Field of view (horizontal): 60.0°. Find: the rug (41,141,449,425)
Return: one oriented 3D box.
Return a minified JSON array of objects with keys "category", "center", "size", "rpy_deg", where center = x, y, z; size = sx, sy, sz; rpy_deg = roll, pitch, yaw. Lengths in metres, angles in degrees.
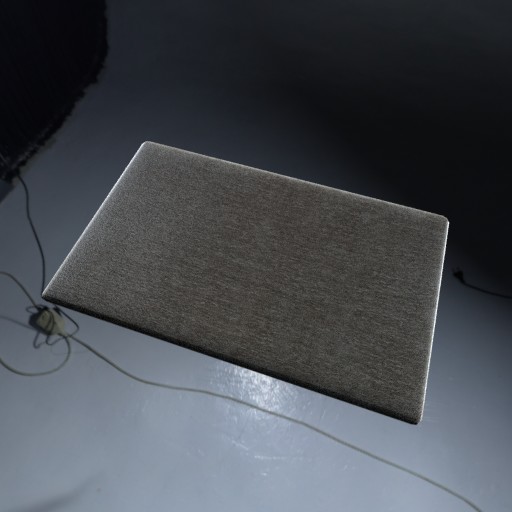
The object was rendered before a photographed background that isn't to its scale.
[{"category":"rug","center":[0.000,0.000,3.070],"size":[2.469,0.024,1.539],"rpy_deg":[16,59,10]}]
